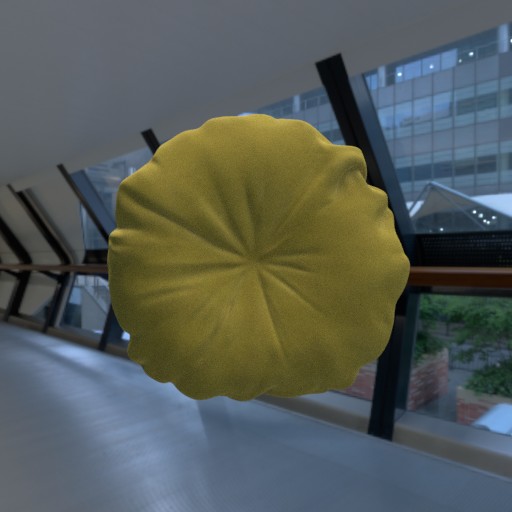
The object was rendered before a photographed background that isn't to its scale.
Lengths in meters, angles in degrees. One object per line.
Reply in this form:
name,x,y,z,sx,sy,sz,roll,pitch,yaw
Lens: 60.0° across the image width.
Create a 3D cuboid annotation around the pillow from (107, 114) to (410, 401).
pillow,0.000,0.000,0.647,0.428,0.407,0.148,0,0,-1
